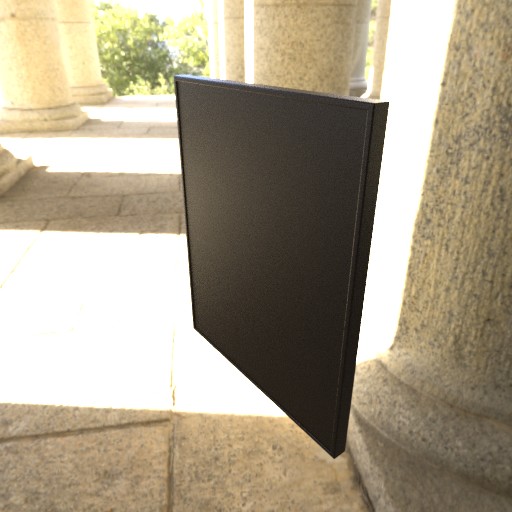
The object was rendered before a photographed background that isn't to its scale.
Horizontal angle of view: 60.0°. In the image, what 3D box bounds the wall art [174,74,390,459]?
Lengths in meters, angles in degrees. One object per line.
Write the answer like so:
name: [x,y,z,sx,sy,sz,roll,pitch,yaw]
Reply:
wall art: [0.000,0.000,0.763,0.028,0.551,0.451,-19,32,-33]
